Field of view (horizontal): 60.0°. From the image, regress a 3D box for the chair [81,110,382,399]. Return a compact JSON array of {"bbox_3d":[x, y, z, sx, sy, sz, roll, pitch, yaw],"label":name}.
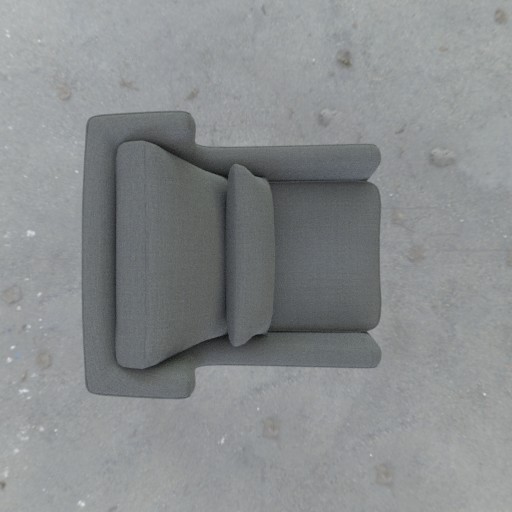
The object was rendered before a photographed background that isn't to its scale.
[{"bbox_3d":[0.000,0.000,1.793,1.040,1.056,0.866,0,89,-1],"label":"chair"}]
